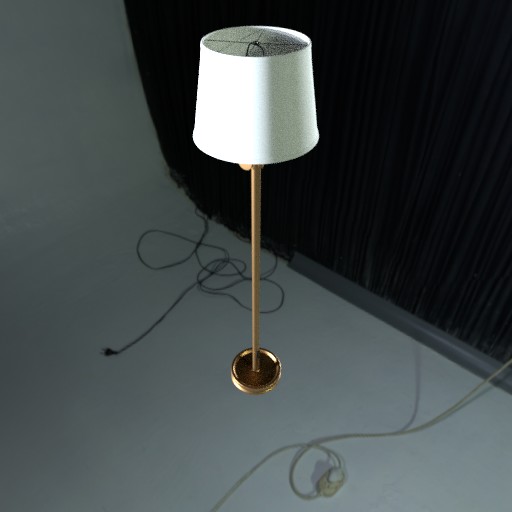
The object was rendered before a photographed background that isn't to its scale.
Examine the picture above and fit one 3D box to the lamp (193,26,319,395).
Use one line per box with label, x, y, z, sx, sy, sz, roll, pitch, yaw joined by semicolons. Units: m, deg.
lamp;0.000;0.000;0.785;0.178;0.710;0.178;0;41;0
